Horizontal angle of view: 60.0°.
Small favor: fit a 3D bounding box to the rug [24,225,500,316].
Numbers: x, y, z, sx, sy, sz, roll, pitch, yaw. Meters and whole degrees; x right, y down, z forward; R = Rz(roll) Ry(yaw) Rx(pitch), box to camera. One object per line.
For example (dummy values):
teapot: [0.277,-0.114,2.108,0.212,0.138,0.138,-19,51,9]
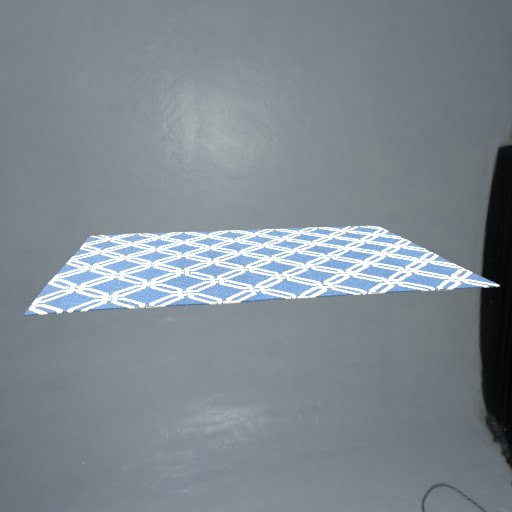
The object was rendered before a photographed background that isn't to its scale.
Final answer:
rug: [0.000,0.000,2.134,1.755,0.010,1.153,-3,16,-9]
